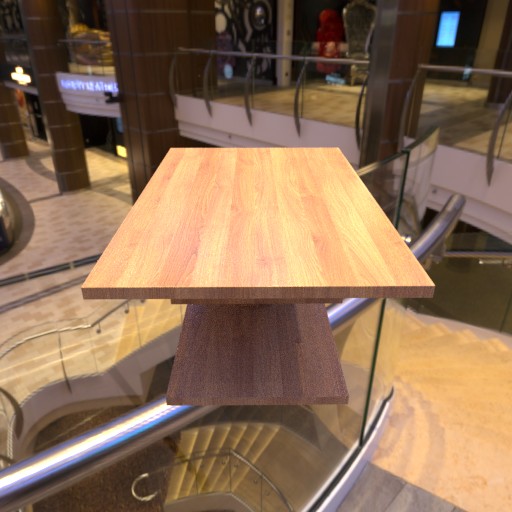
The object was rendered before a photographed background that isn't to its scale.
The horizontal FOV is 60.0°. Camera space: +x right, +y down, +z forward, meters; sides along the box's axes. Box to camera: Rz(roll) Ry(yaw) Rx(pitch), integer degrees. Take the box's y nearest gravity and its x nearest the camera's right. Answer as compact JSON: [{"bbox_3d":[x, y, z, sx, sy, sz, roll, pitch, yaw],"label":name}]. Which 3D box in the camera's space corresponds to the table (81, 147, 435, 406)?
[{"bbox_3d":[0.000,0.000,1.464,0.700,0.442,1.100,0,28,0],"label":"table"}]
